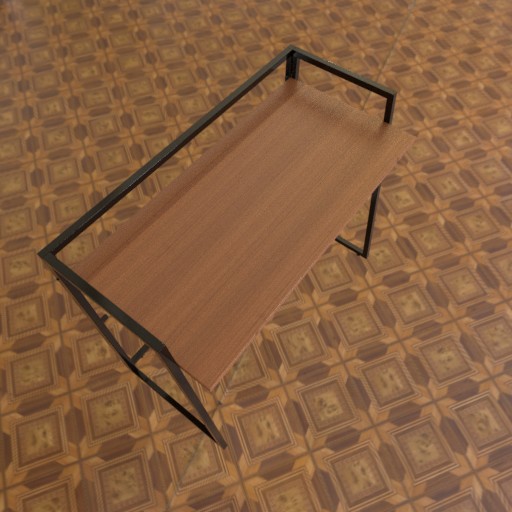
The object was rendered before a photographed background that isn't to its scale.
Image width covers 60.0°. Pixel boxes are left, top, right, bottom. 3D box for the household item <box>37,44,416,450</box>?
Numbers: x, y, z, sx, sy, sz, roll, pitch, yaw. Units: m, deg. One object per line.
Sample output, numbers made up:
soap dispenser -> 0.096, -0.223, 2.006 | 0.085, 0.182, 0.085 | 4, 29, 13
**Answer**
household item -> 0.000, 0.000, 1.552 | 0.510, 0.860, 1.050 | 33, 64, 19
